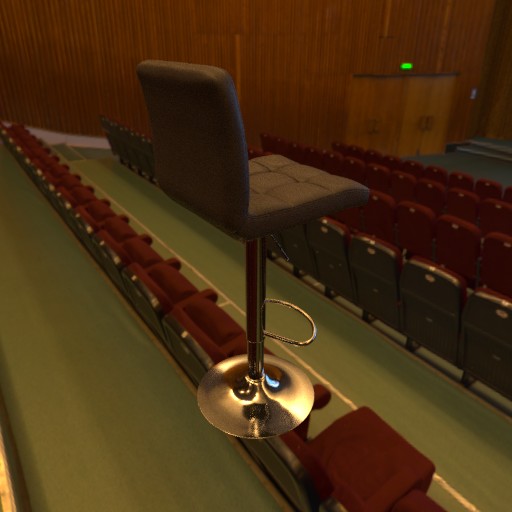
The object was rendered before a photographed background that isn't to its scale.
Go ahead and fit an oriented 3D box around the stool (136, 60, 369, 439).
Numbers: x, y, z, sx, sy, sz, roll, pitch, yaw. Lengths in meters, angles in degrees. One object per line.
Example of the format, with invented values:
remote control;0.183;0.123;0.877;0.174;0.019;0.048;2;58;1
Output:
stool;0.000;0.000;1.372;0.505;1.115;0.430;-17;31;-31
